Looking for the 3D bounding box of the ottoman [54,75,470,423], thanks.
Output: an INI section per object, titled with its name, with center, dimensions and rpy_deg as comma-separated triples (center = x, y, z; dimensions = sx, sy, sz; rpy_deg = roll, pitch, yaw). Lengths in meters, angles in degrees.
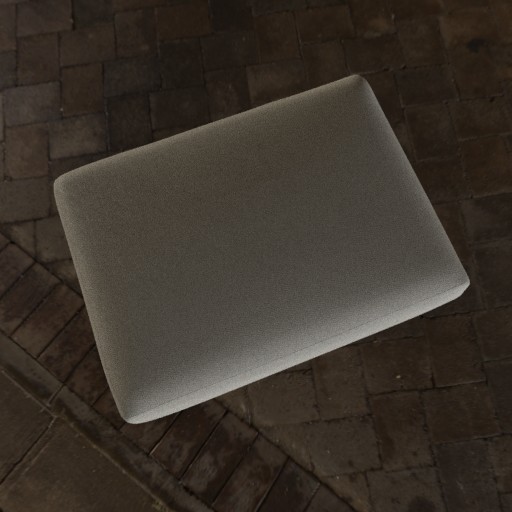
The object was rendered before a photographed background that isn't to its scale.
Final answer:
[ottoman]
center = 0.000, 0.000, 1.129
dimensions = 0.773, 0.504, 0.569
rpy_deg = -20, 76, -5
